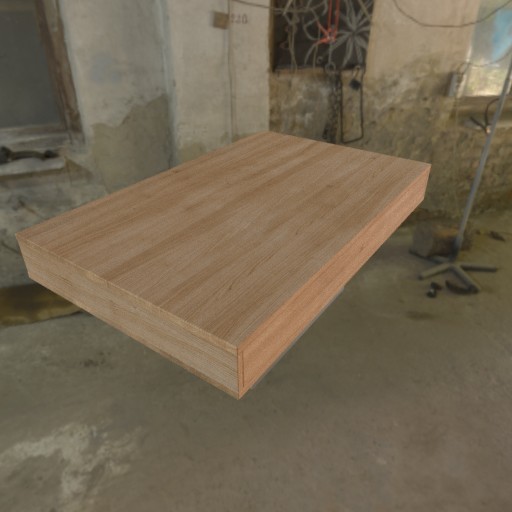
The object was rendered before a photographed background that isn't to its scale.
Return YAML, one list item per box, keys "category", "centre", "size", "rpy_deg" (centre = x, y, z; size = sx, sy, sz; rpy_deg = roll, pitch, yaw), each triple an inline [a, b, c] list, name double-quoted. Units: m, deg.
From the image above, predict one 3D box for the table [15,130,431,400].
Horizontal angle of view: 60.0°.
- category: "table"
  centre: [0.000, 0.000, 1.434]
  size: [0.700, 0.440, 1.100]
  rpy_deg: [21, 37, 29]
